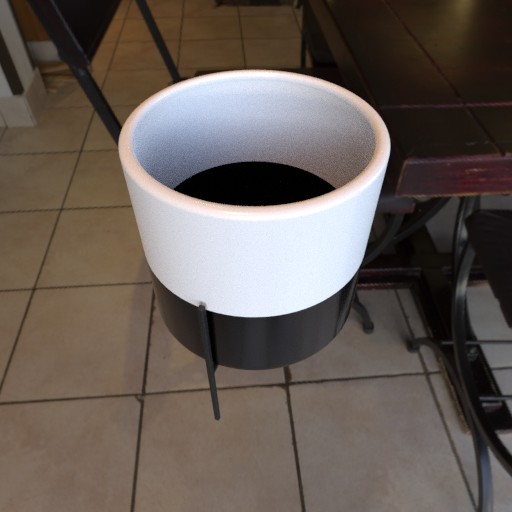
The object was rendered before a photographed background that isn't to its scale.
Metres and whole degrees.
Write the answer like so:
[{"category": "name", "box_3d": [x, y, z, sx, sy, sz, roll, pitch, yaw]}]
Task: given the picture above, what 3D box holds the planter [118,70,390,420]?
[{"category": "planter", "box_3d": [0.000, 0.000, 0.655, 0.310, 0.432, 0.310, -17, 49, -16]}]
